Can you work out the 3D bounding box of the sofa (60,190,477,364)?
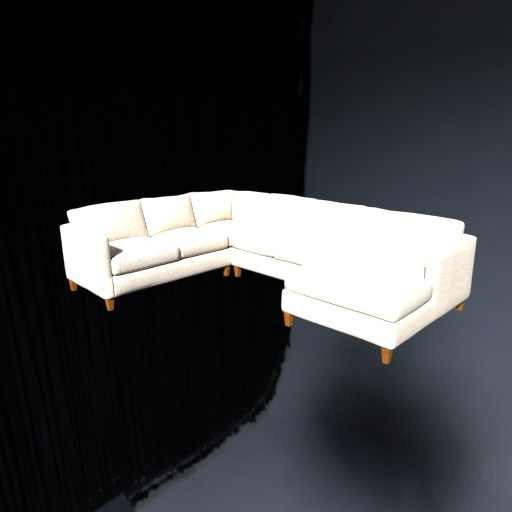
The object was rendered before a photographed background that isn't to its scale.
[{"bbox_3d":[0.000,0.000,4.555,3.460,0.961,2.594,15,21,42],"label":"sofa"}]
